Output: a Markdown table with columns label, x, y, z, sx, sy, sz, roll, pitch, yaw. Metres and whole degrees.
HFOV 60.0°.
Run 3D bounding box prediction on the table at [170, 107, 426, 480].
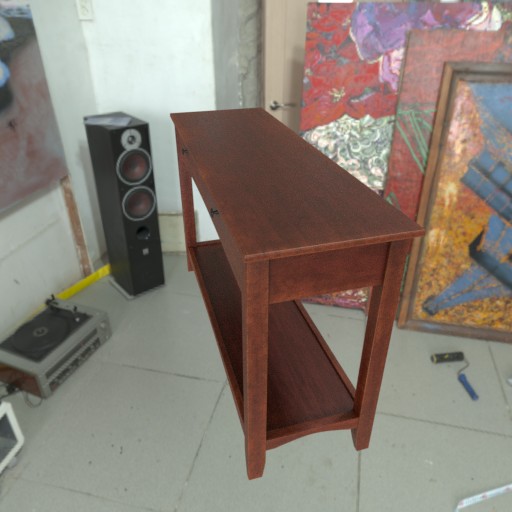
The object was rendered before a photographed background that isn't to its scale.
| label | x | y | z | sx | sy | sz | roll | pitch | yaw |
| --- | --- | --- | --- | --- | --- | --- | --- | --- | --- |
| table | 0.000 | 0.000 | 1.547 | 0.392 | 0.739 | 1.188 | -8 | 32 | -14 |
